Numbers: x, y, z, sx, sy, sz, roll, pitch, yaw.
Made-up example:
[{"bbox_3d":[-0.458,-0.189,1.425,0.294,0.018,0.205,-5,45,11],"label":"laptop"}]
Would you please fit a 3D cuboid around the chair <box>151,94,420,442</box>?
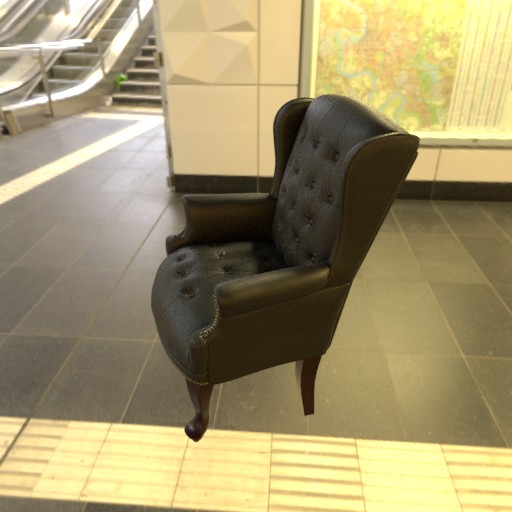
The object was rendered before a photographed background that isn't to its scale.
[{"bbox_3d":[0.000,0.000,1.694,0.822,1.133,0.831,-7,30,-13],"label":"chair"}]
